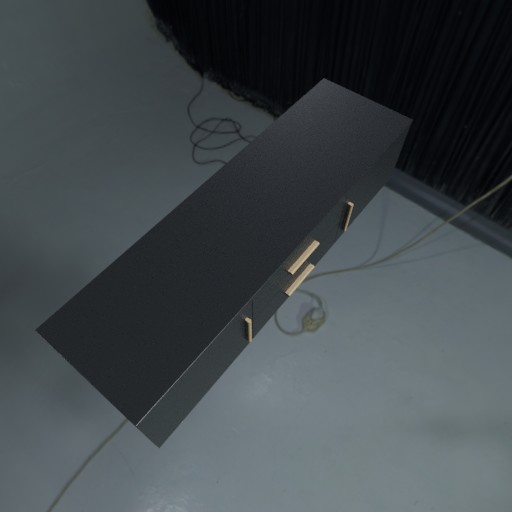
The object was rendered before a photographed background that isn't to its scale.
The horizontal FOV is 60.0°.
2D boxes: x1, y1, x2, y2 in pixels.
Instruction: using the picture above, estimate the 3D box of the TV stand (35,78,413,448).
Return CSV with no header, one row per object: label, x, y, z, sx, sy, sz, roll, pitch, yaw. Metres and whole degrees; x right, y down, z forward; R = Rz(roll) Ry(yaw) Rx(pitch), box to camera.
TV stand,0.000,0.000,1.554,0.390,0.518,1.312,34,63,20
